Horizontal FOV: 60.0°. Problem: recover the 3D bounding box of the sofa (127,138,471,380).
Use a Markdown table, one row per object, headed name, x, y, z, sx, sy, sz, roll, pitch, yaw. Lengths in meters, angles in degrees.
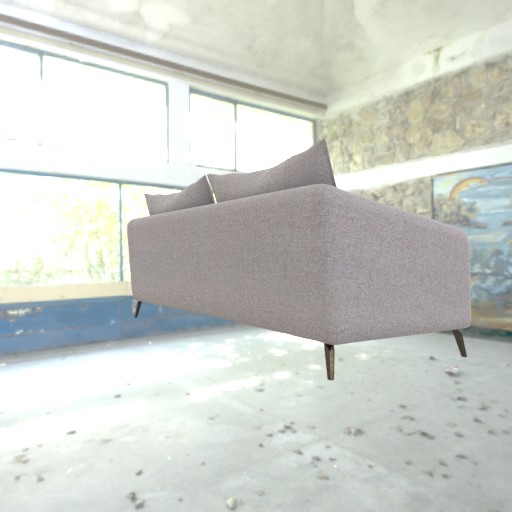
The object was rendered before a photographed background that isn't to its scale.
| name | x | y | z | sx | sy | sz | roll | pitch | yaw |
| --- | --- | --- | --- | --- | --- | --- | --- | --- | --- |
| sofa | 0.000 | 0.000 | 2.428 | 0.809 | 0.833 | 2.022 | 0 | 0 | -35 |
